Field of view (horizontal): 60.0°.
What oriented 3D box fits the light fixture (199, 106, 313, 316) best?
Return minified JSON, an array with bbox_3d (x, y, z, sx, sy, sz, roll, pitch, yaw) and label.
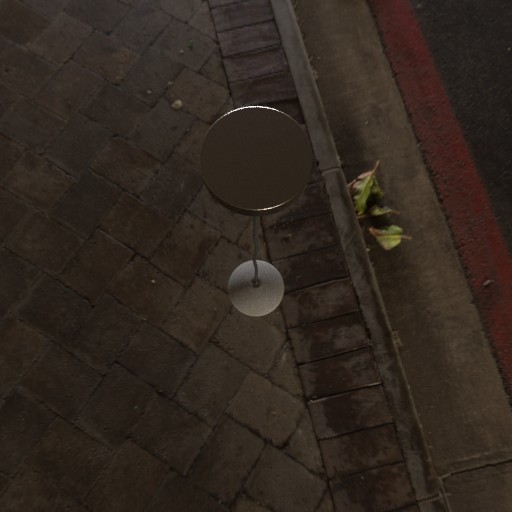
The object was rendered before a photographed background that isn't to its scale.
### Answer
[{"bbox_3d":[0.000,0.000,0.798,0.139,0.764,0.139,19,76,5],"label":"light fixture"}]
